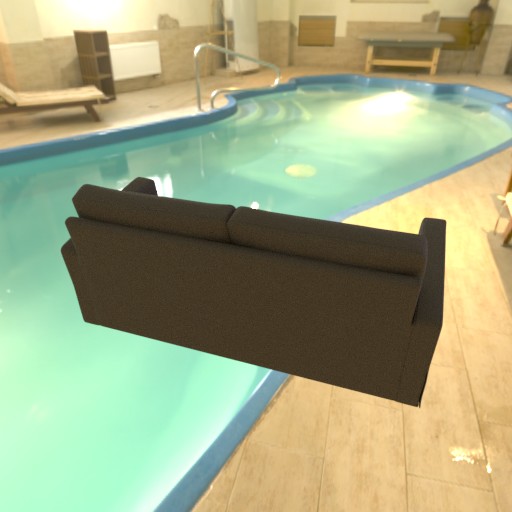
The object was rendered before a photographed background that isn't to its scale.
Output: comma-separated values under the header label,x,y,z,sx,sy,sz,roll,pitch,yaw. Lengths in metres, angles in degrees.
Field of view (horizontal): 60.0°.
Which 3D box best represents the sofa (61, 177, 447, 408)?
label,x,y,z,sx,sy,sz,roll,pitch,yaw
sofa,0.000,0.000,2.365,1.852,0.839,0.898,10,33,16
